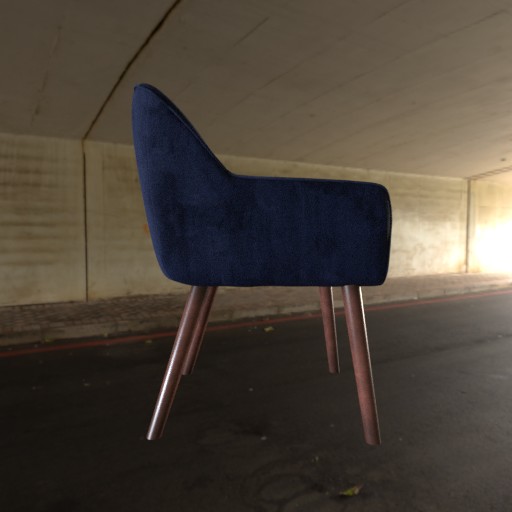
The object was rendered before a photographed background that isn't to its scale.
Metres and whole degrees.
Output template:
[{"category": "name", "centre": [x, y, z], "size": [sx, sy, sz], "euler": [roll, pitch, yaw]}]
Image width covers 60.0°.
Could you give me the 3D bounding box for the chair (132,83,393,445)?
[{"category": "chair", "centre": [0.000, 0.000, 1.247], "size": [0.600, 0.820, 0.600], "euler": [0, 3, 0]}]
